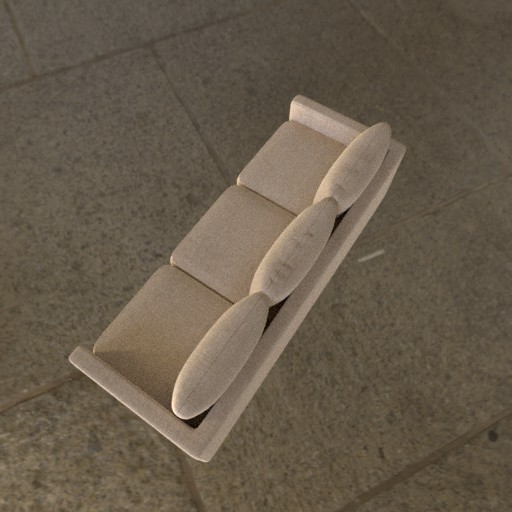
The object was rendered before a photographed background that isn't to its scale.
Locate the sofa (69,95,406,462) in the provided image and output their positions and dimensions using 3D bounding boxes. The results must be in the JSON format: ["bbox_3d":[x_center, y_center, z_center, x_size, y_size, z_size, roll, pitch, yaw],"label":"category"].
[{"bbox_3d":[0.000,0.000,2.733,0.859,0.874,2.218,31,68,15],"label":"sofa"}]
